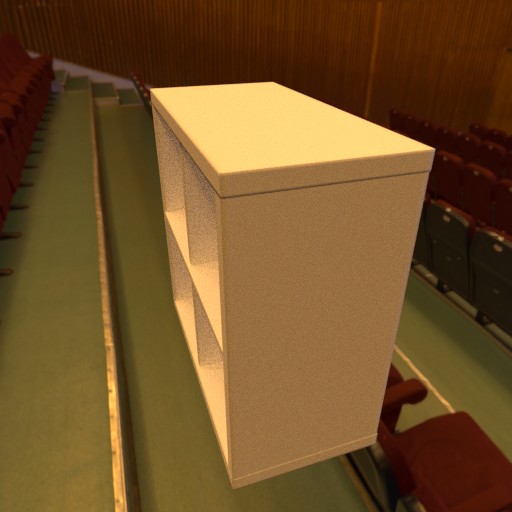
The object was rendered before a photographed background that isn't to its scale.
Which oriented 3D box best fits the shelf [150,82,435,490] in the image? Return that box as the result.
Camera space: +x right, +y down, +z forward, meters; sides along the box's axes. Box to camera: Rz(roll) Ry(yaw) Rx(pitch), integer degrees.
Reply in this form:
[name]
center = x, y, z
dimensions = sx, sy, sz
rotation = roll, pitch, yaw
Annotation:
[shelf]
center = 0.000, 0.000, 1.239
dimensions = 0.390, 0.786, 0.790
rotation = -10, 31, -17
